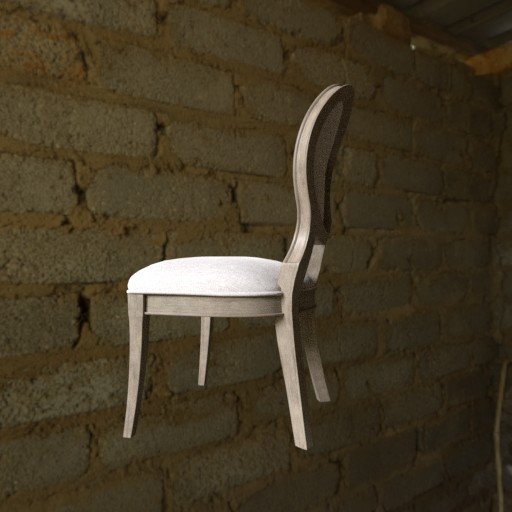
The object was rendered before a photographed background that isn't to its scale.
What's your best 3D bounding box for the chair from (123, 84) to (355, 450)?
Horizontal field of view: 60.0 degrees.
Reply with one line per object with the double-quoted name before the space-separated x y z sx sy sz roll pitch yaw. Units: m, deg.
"chair" 0.000 0.000 1.383 0.602 0.990 0.558 0 0 16
